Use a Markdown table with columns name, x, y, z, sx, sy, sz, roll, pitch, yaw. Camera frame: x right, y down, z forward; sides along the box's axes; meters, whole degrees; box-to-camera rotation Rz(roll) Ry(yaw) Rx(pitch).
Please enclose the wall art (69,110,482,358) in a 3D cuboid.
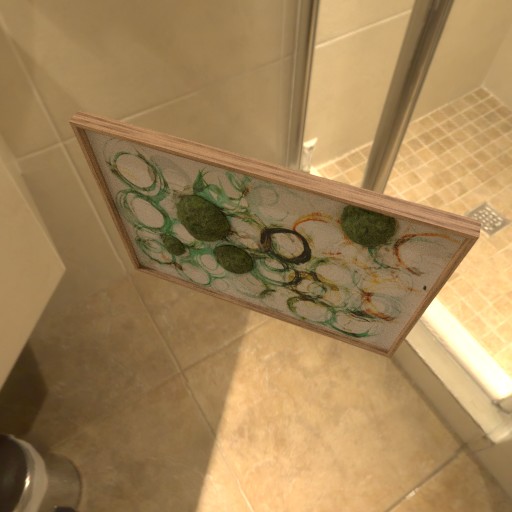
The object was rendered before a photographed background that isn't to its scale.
| name | x | y | z | sx | sy | sz | roll | pitch | yaw |
| --- | --- | --- | --- | --- | --- | --- | --- | --- | --- |
| wall art | 0.000 | 0.000 | 1.116 | 0.841 | 0.609 | 0.063 | 18 | 59 | 11 |
